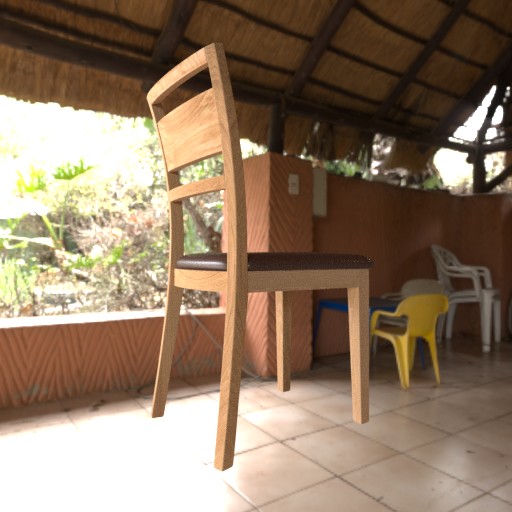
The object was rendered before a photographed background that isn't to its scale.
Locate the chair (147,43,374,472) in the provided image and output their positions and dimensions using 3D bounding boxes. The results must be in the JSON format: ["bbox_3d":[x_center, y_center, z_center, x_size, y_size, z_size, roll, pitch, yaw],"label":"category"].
[{"bbox_3d":[0.000,0.000,1.266,0.545,0.940,0.420,0,0,-34],"label":"chair"}]
